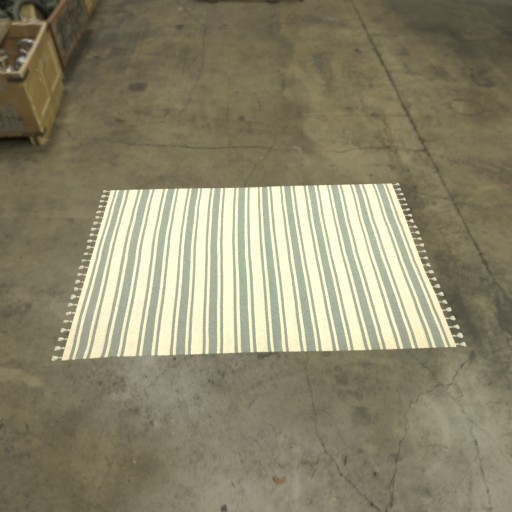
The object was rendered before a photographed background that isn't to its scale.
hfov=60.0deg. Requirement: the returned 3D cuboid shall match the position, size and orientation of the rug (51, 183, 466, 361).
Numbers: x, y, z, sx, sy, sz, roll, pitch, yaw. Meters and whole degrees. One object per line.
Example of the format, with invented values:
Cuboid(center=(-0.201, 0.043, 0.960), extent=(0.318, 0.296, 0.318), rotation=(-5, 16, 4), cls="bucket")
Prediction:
Cuboid(center=(0.000, 0.000, 3.078), extent=(2.410, 0.011, 1.539), rotation=(-2, 47, -2), cls="rug")
